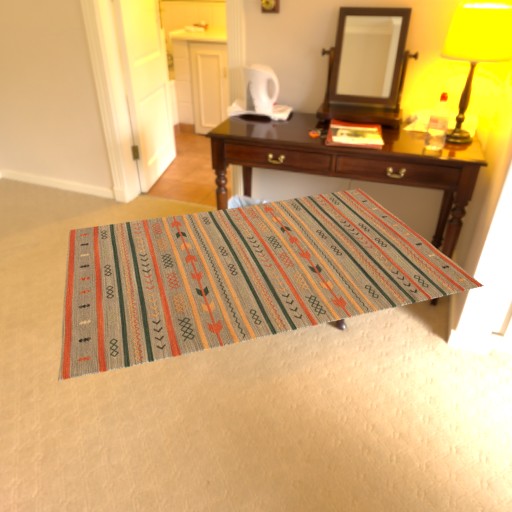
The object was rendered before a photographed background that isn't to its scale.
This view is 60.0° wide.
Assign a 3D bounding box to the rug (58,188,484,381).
[{"bbox_3d":[0.000,0.000,3.003,2.439,0.029,1.537,-10,34,-15],"label":"rug"}]
